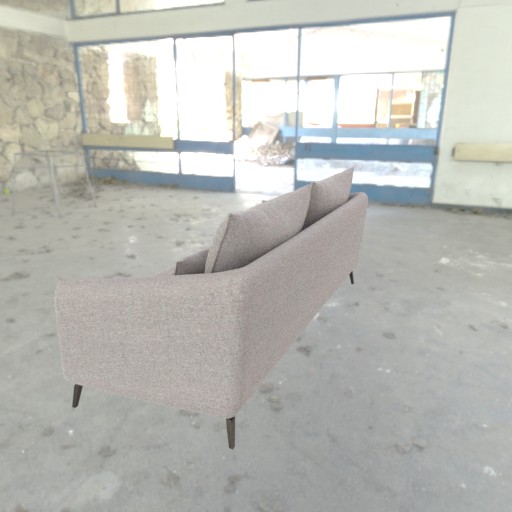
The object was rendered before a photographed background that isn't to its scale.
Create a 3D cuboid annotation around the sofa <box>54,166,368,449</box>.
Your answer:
[{"bbox_3d":[0.000,0.000,2.398,0.809,0.833,2.022,8,19,24],"label":"sofa"}]
